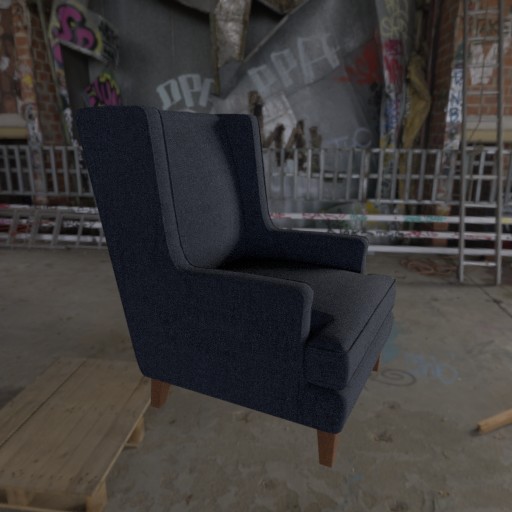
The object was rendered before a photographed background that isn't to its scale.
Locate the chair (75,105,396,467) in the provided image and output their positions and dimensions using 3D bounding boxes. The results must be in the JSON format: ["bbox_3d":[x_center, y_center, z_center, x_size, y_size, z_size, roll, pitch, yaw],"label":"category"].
[{"bbox_3d":[0.000,0.000,1.693,0.947,1.072,0.764,8,17,26],"label":"chair"}]
